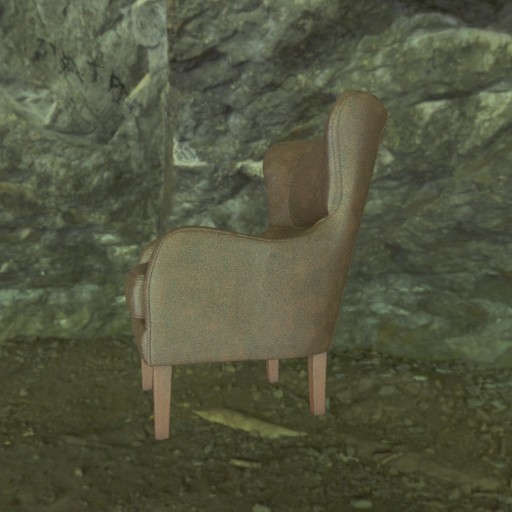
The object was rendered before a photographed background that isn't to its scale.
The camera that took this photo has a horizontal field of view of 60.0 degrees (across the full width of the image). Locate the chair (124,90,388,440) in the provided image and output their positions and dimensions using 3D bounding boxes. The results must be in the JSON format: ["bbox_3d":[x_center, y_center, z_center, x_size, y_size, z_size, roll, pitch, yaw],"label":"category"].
[{"bbox_3d":[0.000,0.000,1.624,0.914,1.048,0.692,0,-1,-18],"label":"chair"}]
